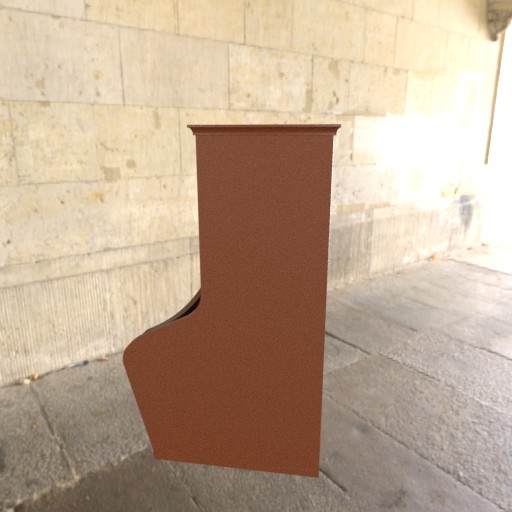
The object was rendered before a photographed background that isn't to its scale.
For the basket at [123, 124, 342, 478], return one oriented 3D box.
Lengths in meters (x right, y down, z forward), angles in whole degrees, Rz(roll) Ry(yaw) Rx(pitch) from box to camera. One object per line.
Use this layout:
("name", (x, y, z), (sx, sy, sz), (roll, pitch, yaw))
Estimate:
("basket", (0.000, 0.000, 1.130), (0.376, 0.625, 0.792), (2, 15, 9))
